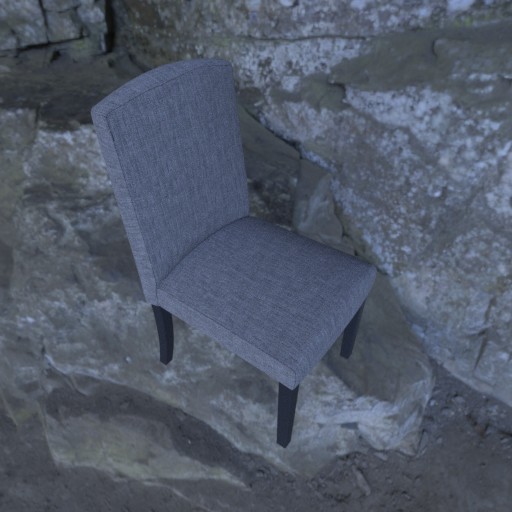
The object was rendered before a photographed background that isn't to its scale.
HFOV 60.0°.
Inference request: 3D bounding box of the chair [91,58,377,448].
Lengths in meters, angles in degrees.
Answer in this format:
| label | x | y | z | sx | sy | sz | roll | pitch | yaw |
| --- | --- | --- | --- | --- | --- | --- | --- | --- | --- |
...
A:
| label | x | y | z | sx | sy | sz | roll | pitch | yaw |
| --- | --- | --- | --- | --- | --- | --- | --- | --- | --- |
| chair | 0.000 | 0.000 | 1.230 | 0.580 | 0.917 | 0.451 | 25 | 46 | 27 |
